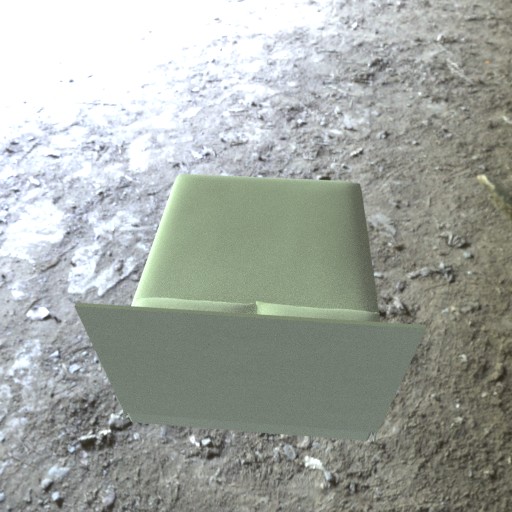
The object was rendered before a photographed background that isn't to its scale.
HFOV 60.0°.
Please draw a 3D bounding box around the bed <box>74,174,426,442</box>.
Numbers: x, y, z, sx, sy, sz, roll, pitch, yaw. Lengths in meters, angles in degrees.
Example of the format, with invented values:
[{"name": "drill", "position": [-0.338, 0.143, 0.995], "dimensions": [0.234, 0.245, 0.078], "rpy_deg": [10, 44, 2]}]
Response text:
[{"name": "bed", "position": [0.000, 0.000, 3.217], "dimensions": [1.745, 1.335, 2.094], "rpy_deg": [3, 46, 3]}]
